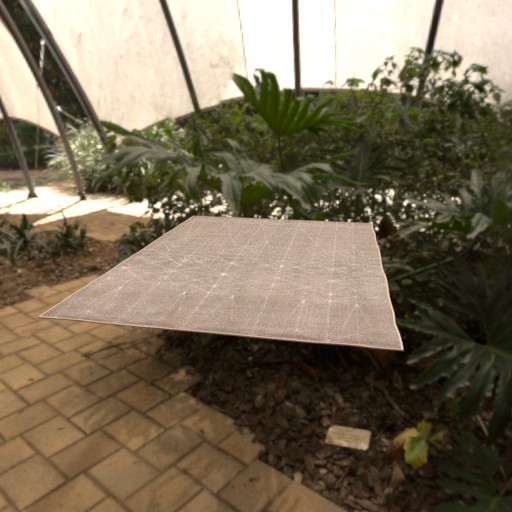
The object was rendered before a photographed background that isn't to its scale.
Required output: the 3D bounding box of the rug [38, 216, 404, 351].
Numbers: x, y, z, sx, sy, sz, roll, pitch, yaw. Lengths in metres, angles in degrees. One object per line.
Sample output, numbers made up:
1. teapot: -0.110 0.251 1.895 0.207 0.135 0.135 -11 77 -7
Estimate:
1. rug: 0.000 0.000 4.423 2.449 0.019 3.357 3 18 10
